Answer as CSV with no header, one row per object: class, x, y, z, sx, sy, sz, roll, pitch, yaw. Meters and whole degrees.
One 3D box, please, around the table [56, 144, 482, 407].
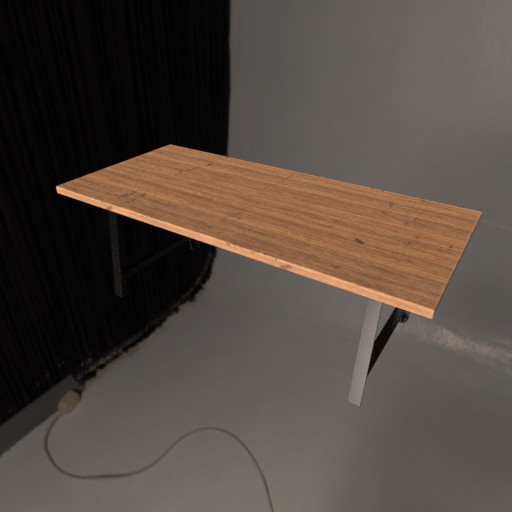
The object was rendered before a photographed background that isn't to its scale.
table,0.000,0.000,2.686,2.200,0.757,1.000,18,36,28
